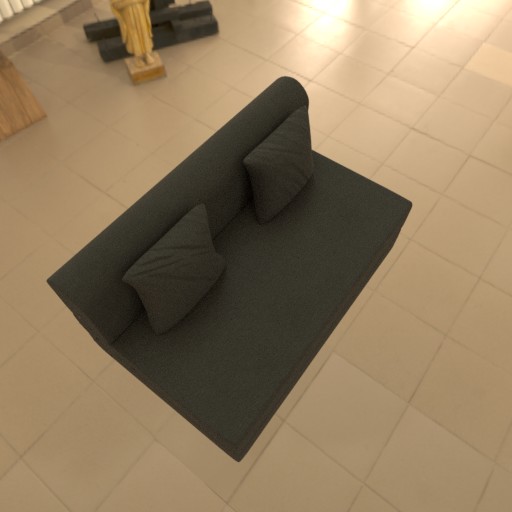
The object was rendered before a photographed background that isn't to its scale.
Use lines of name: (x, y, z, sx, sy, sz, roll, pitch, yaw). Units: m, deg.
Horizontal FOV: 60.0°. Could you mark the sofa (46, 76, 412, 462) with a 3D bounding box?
sofa: (0.000, 0.000, 1.747, 0.762, 0.670, 1.225, 33, 64, 19)
